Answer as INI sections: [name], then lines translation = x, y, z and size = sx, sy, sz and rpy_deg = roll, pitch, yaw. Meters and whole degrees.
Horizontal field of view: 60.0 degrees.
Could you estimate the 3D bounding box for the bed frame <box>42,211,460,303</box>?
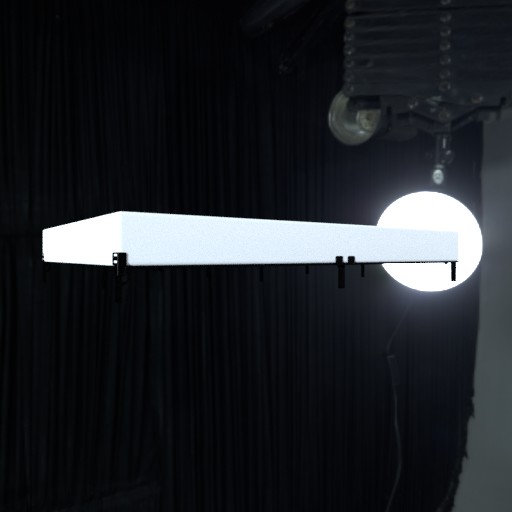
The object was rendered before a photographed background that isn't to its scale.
[bed frame]
translation = 0.000, 0.000, 3.760
size = 2.987, 0.440, 1.930
rpy_deg = 0, 0, -35
